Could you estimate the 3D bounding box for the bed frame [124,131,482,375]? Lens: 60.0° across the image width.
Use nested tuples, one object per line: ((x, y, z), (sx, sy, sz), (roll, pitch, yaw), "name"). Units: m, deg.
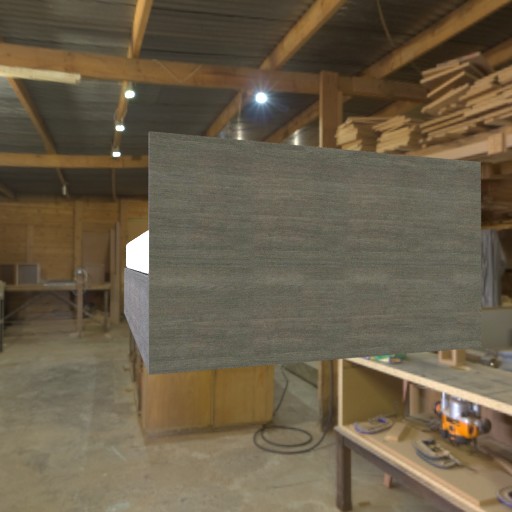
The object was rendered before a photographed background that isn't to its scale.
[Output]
((0.000, 0.000, 2.582), (1.400, 0.800, 1.900), (0, -1, -19), "bed frame")
